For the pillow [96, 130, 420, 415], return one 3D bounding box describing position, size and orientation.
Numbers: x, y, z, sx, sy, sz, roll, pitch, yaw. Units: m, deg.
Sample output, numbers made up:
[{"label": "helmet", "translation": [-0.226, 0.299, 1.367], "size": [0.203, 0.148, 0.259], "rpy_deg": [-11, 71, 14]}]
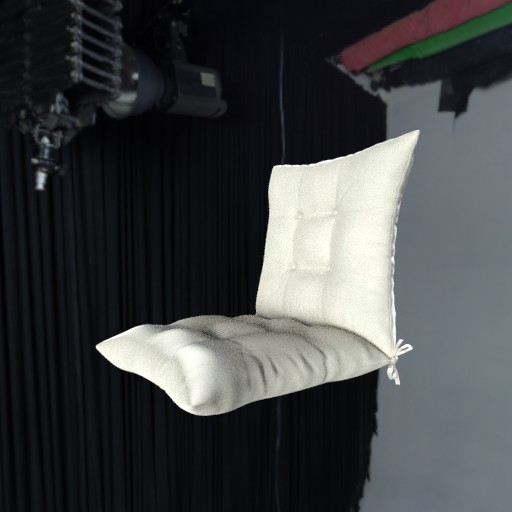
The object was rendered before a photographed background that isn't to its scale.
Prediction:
[{"label": "pillow", "translation": [0.000, 0.000, 1.007], "size": [0.585, 0.536, 0.541], "rpy_deg": [-1, 1, -35]}]
